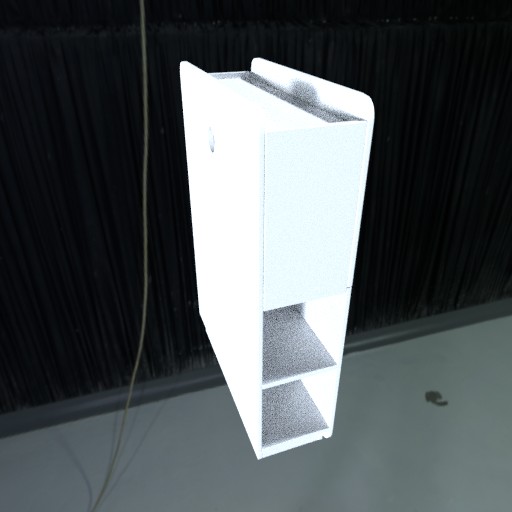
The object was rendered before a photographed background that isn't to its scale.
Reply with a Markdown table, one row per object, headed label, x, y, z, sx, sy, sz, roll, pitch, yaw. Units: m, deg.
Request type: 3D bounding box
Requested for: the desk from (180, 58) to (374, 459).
| label | x | y | z | sx | sy | sz | roll | pitch | yaw |
| --- | --- | --- | --- | --- | --- | --- | --- | --- | --- |
| desk | 0.000 | 0.000 | 1.551 | 0.278 | 1.190 | 0.795 | -10 | 32 | -17 |
